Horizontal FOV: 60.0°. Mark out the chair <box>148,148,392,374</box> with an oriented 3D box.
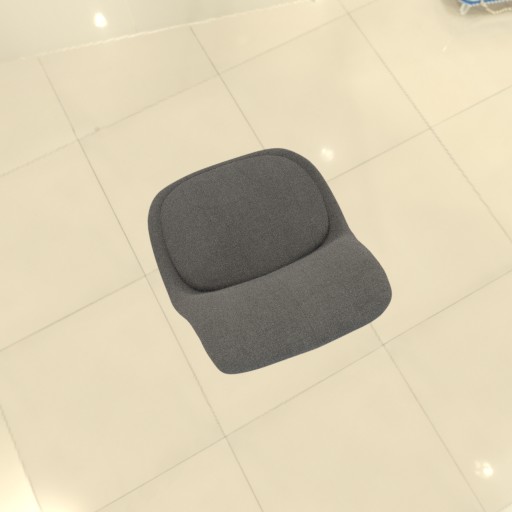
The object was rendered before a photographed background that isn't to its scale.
[{"bbox_3d":[0.000,0.000,1.170,0.485,0.850,0.550,-21,77,-5],"label":"chair"}]
